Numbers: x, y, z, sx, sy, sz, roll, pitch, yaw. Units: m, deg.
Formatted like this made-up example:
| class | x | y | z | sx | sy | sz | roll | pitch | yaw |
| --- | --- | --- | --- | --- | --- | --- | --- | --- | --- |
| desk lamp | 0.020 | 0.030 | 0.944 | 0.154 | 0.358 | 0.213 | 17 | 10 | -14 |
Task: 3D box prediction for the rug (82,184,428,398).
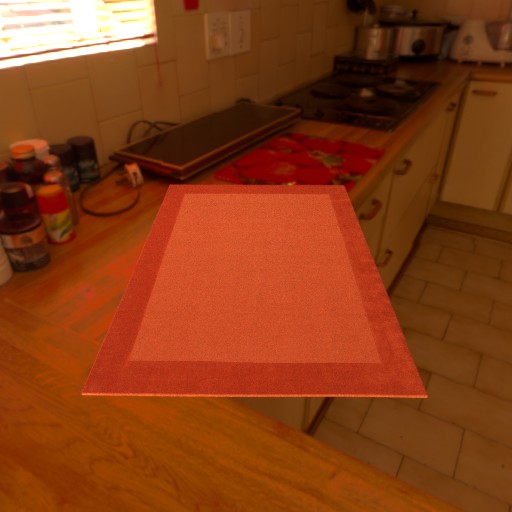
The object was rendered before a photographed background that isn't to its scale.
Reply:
| class | x | y | z | sx | sy | sz | roll | pitch | yaw |
| --- | --- | --- | --- | --- | --- | --- | --- | --- | --- |
| rug | 0.000 | 0.000 | 2.328 | 1.219 | 0.014 | 1.829 | 0 | 33 | 0 |
